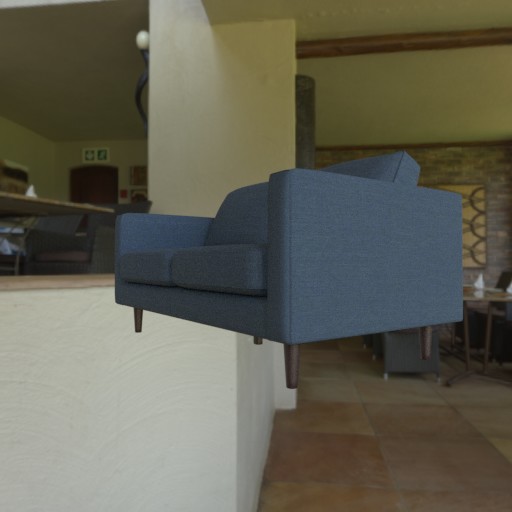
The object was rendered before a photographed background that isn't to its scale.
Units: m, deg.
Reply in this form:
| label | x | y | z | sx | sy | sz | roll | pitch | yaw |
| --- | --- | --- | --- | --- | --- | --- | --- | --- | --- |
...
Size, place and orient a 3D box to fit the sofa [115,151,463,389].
| label | x | y | z | sx | sy | sz | roll | pitch | yaw |
| --- | --- | --- | --- | --- | --- | --- | --- | --- | --- |
| sofa | 0.000 | 0.000 | 2.283 | 0.999 | 0.907 | 1.659 | 1 | -1 | -35 |
